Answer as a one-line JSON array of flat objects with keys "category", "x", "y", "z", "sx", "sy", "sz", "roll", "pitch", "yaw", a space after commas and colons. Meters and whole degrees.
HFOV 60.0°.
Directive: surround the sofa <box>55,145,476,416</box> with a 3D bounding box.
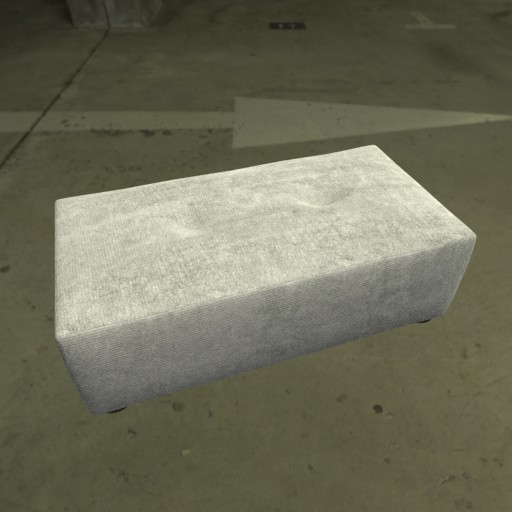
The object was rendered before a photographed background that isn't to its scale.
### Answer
[{"category": "sofa", "x": 0.000, "y": 0.000, "z": 1.139, "sx": 0.930, "sy": 0.330, "sz": 0.480, "roll": -13, "pitch": 43, "yaw": -14}]
